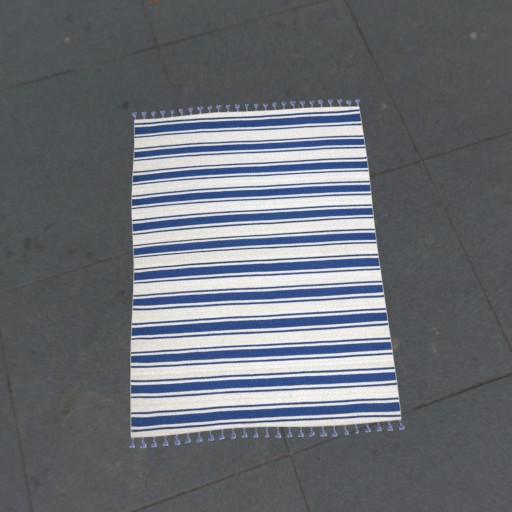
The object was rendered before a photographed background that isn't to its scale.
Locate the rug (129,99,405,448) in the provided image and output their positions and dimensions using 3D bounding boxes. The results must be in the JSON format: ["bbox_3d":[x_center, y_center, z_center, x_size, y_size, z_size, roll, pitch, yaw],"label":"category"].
[{"bbox_3d":[0.000,0.000,4.382,2.471,0.016,3.416,-3,76,-1],"label":"rug"}]
